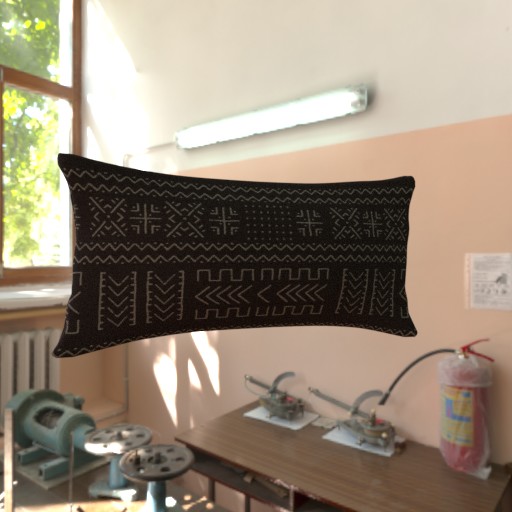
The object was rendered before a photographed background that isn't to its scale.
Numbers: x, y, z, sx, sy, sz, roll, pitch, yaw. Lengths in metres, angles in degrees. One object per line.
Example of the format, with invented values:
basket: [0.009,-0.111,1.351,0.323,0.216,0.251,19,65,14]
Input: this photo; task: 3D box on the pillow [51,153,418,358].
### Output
pillow: [0.000,0.000,0.793,0.667,0.322,0.135,0,0,-17]
